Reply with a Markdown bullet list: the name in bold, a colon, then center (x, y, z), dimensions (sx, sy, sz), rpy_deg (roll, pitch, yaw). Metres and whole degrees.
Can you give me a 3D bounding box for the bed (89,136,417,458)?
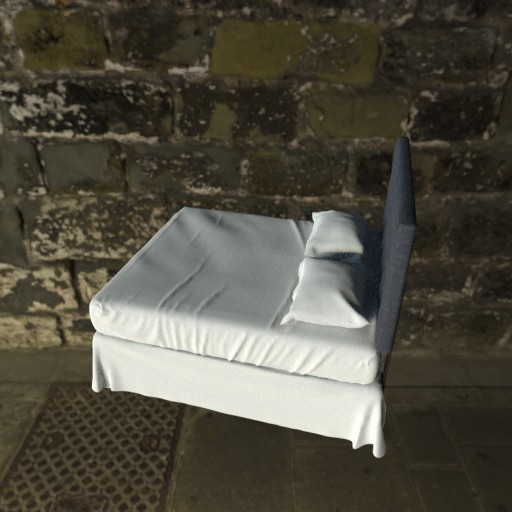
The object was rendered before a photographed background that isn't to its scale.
- **bed**: center (0.000, 0.000, 3.429), dimensions (2.222, 1.577, 1.936), rpy_deg (8, 31, 13)
